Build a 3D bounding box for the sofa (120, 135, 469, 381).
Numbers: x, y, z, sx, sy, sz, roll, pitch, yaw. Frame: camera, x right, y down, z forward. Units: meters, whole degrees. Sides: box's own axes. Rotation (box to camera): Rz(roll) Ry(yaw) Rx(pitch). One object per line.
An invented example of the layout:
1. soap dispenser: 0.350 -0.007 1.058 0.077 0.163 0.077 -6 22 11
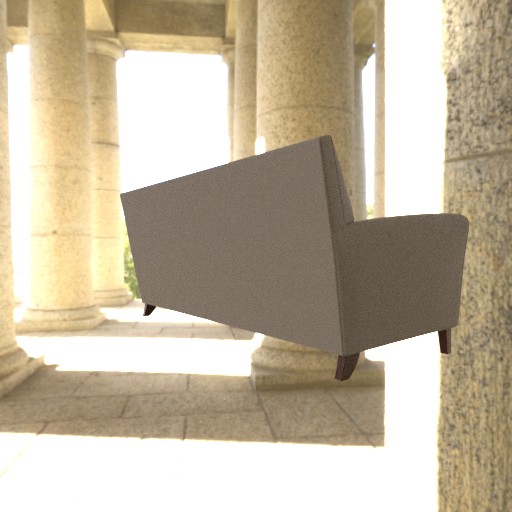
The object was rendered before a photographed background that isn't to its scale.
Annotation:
1. sofa: 0.000 0.000 2.467 0.875 0.846 2.000 -1 1 -36
